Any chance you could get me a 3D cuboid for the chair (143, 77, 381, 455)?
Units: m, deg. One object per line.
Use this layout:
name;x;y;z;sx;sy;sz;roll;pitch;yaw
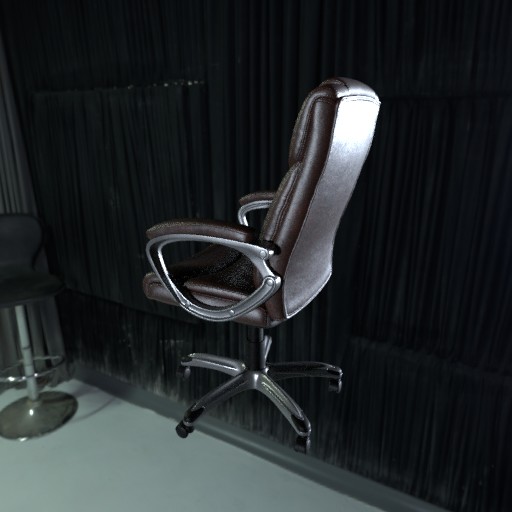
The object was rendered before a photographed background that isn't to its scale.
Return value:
chair;0.000;0.000;1.543;0.692;1.128;0.656;8;19;25
